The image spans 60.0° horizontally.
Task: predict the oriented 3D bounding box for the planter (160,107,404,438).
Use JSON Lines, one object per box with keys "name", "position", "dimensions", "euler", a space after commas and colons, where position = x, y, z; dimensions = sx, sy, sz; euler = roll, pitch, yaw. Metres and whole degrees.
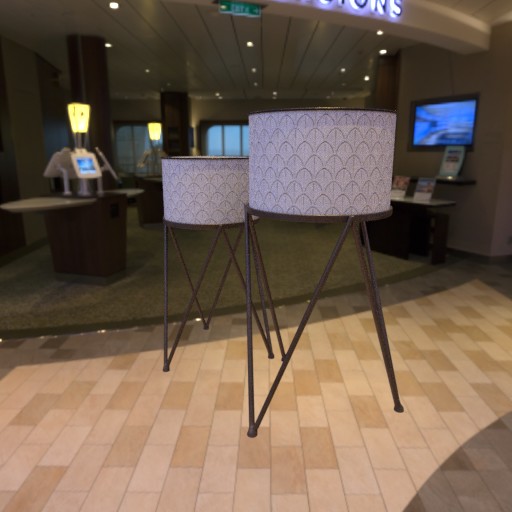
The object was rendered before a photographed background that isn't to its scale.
{"name": "planter", "position": [0.000, 0.000, 1.191], "dimensions": [0.413, 0.712, 0.769], "euler": [-13, 19, -43]}
